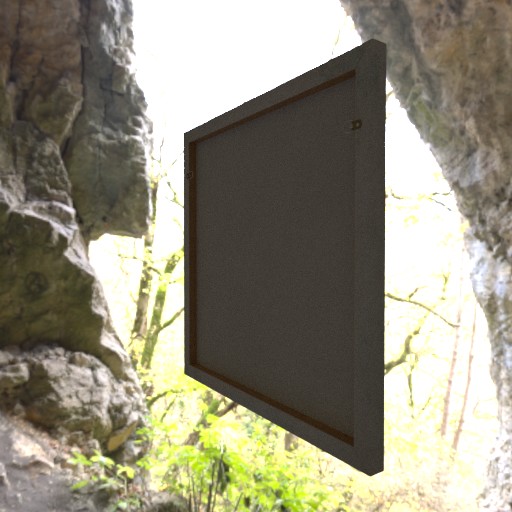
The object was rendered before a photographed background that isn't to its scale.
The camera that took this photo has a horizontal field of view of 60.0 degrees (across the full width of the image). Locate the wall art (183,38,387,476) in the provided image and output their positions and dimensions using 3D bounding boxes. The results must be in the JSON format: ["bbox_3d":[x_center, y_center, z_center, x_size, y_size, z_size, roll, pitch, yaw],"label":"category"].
[{"bbox_3d":[0.000,0.000,1.092,0.041,0.762,0.762,-1,1,-34],"label":"wall art"}]
